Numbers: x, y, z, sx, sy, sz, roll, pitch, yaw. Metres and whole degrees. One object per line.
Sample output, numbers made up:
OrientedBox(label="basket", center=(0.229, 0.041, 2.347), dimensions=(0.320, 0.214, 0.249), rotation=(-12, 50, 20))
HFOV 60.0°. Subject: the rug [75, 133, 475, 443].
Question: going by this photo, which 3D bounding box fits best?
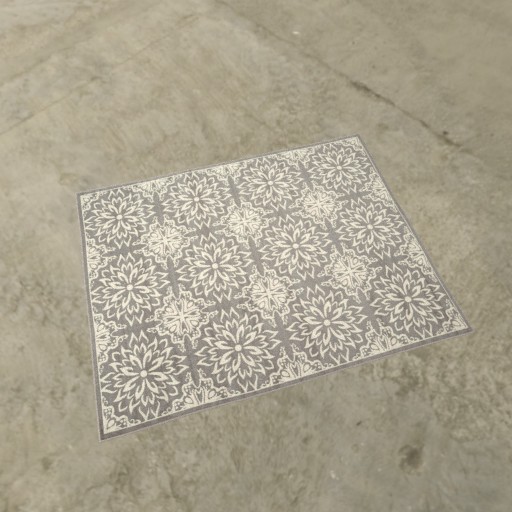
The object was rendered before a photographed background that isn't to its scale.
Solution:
OrientedBox(label="rug", center=(0.000, 0.000, 3.935), dimensions=(2.980, 0.012, 2.363), rotation=(-14, 59, -8))
